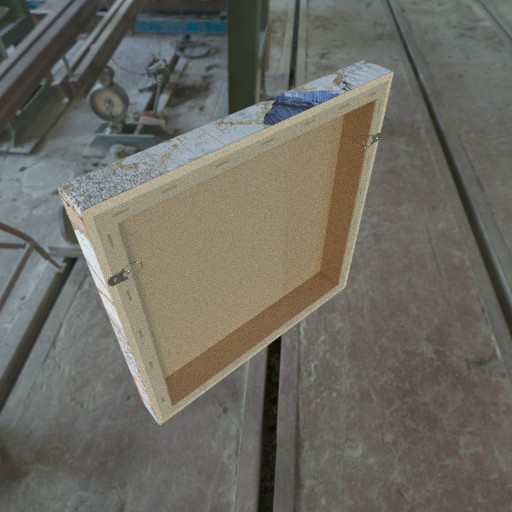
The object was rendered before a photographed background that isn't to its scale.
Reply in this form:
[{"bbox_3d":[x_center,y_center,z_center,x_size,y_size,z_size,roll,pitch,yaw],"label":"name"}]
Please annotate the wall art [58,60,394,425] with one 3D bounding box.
[{"bbox_3d":[0.000,0.000,0.450,0.303,0.304,0.036,-32,54,-27],"label":"wall art"}]
